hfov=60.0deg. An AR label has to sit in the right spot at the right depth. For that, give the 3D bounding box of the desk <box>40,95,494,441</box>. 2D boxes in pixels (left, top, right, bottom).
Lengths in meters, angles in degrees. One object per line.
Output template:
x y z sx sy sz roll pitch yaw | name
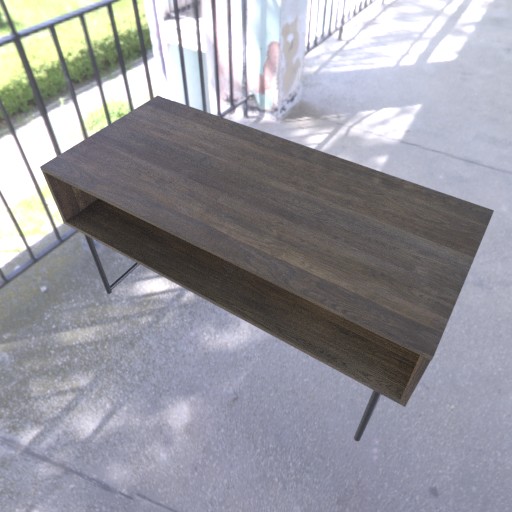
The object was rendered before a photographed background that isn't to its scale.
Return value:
0.000 0.000 1.980 1.600 0.780 0.730 25 52 22 | desk
